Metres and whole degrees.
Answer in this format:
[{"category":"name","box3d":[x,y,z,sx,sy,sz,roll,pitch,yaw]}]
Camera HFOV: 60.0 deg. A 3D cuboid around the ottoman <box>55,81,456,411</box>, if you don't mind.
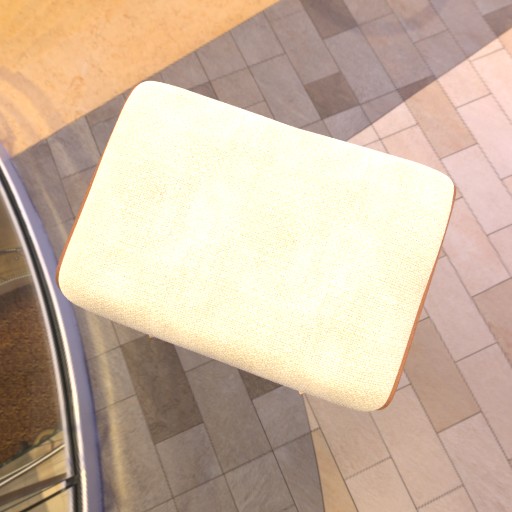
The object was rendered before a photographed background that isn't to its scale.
[{"category":"ottoman","box3d":[0.000,0.000,0.796,0.520,0.391,0.394,19,75,5]}]
